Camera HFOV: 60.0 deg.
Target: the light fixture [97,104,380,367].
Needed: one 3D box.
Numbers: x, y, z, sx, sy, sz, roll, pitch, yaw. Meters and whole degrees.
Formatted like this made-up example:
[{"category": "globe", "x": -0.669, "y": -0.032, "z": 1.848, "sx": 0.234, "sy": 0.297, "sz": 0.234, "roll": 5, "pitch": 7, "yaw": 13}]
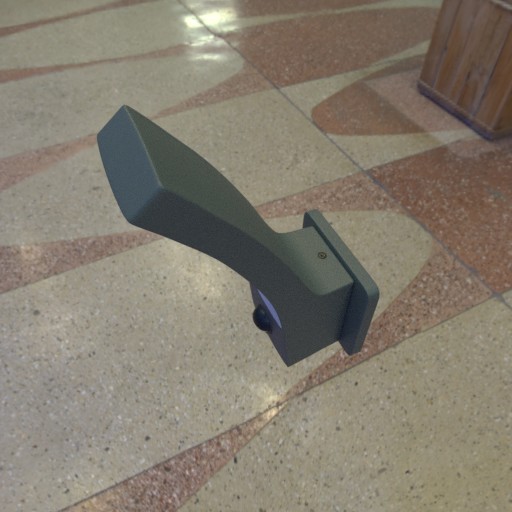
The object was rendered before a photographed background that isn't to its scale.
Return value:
[{"category": "light fixture", "x": 0.000, "y": 0.000, "z": 0.336, "sx": 0.174, "sy": 0.243, "sz": 0.108, "roll": -18, "pitch": 51, "yaw": -15}]
